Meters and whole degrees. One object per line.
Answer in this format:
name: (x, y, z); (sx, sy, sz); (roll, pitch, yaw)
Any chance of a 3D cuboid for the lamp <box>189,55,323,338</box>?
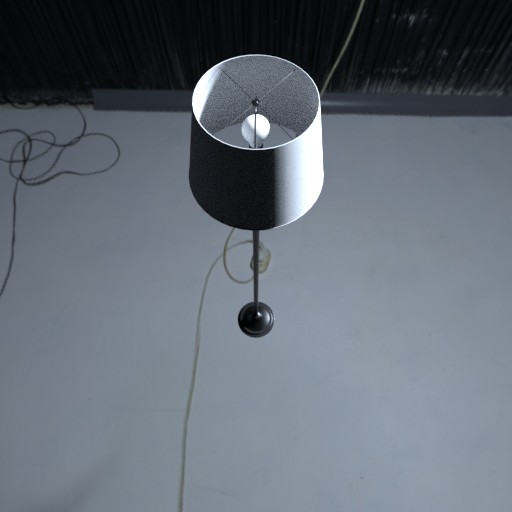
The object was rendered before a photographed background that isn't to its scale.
lamp: (0.000, 0.000, 1.735); (0.379, 1.623, 0.379); (0, 64, 0)
